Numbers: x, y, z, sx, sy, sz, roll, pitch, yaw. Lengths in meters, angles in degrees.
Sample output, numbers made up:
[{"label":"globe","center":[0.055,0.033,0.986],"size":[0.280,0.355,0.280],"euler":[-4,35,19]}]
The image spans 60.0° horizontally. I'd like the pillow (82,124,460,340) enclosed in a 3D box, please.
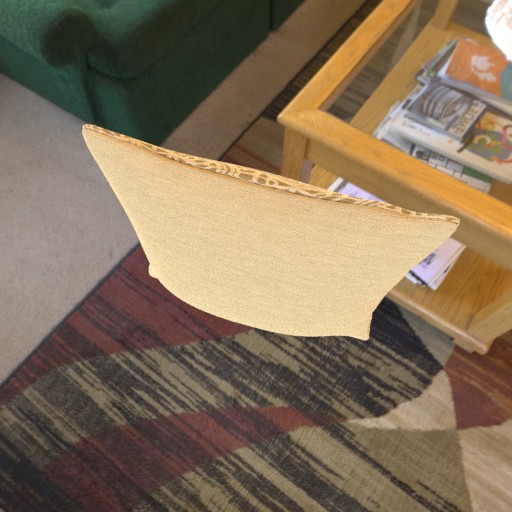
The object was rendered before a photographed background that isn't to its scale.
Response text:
[{"label":"pillow","center":[0.000,0.000,0.666],"size":[0.438,0.421,0.167],"euler":[16,65,8]}]
